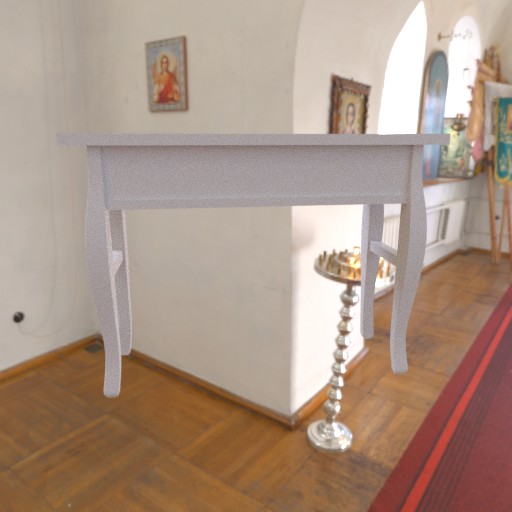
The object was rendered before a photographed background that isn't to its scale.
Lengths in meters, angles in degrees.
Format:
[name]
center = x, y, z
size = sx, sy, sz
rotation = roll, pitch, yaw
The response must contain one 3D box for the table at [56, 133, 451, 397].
[table]
center = 0.000, 0.000, 1.447
size = 1.062, 0.768, 0.373
rotation = -2, 15, -8
